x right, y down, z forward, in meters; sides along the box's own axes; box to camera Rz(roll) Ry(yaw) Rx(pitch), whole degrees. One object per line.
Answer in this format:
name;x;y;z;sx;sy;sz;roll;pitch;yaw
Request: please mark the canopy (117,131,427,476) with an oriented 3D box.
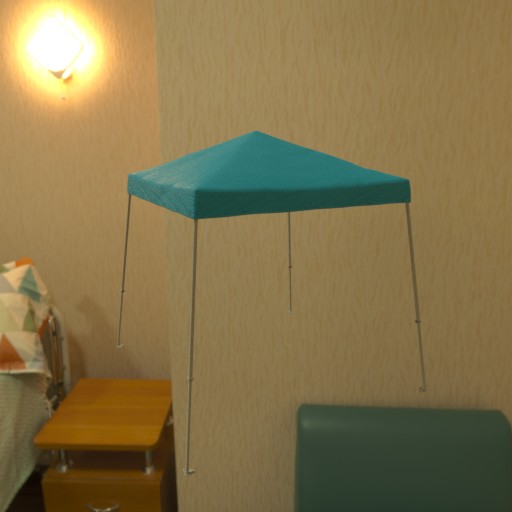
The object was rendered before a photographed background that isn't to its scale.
canopy;0.000;0.000;6.615;3.600;3.600;3.599;-7;15;-27
